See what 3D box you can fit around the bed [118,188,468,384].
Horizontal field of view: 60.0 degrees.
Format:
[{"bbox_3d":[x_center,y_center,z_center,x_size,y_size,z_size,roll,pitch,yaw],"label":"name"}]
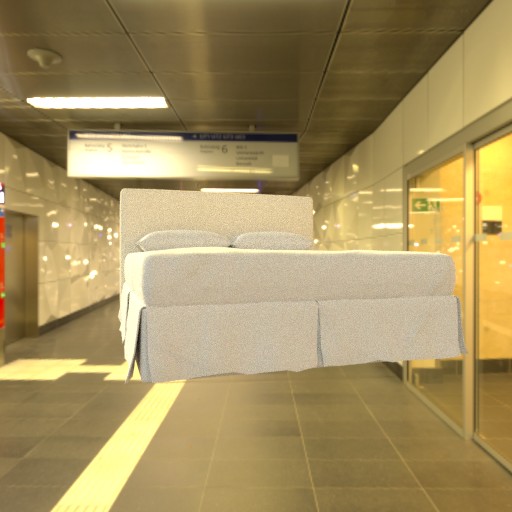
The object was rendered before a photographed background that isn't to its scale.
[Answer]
[{"bbox_3d":[0.000,0.000,3.568,2.119,1.317,2.341,0,0,-19],"label":"bed"}]
